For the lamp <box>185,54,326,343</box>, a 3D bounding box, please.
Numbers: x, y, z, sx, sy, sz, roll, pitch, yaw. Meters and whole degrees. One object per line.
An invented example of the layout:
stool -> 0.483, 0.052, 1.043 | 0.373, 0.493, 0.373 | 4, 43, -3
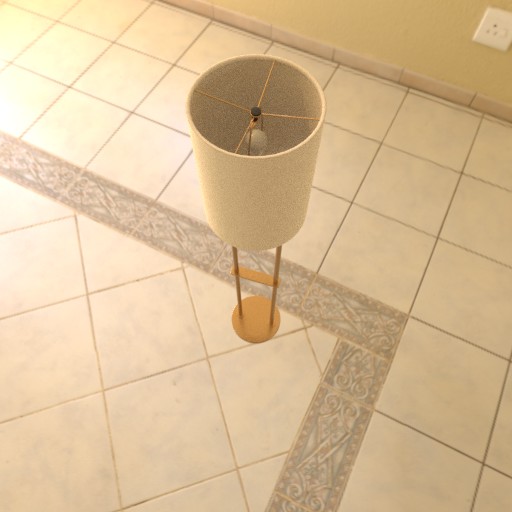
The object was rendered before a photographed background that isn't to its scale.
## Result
lamp -> 0.000, 0.000, 1.633 | 0.306, 1.500, 0.305 | 16, 65, 8
